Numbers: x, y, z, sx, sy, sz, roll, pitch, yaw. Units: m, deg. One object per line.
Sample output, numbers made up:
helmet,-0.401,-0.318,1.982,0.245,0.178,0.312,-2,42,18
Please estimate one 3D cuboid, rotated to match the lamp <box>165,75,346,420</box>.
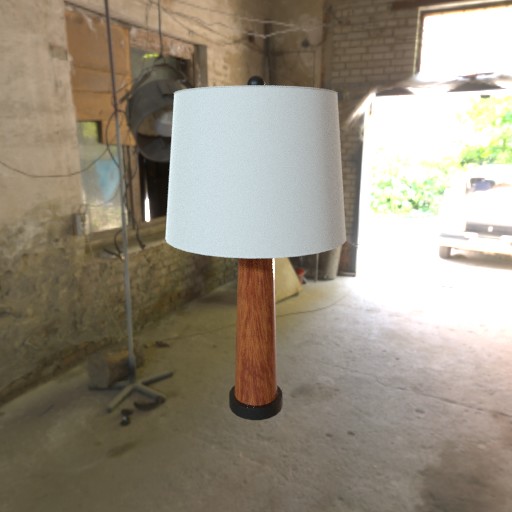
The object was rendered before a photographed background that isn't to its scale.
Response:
lamp,0.000,0.000,0.878,0.349,0.667,0.349,0,15,0
